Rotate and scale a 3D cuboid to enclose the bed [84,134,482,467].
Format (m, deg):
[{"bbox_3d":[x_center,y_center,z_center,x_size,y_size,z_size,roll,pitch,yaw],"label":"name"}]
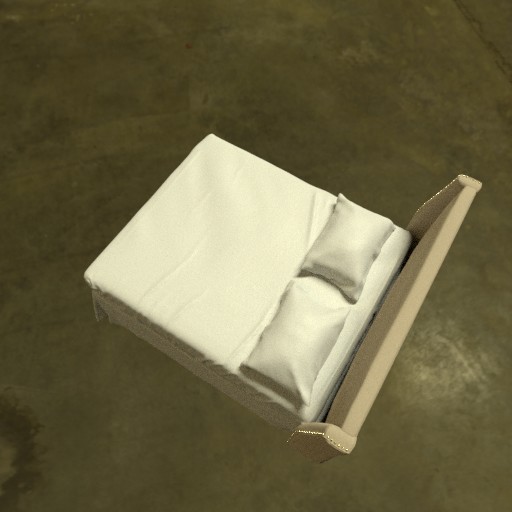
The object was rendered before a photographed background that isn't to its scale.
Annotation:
[{"bbox_3d":[0.000,0.000,3.323,2.276,1.332,1.925,29,66,14],"label":"bed"}]
